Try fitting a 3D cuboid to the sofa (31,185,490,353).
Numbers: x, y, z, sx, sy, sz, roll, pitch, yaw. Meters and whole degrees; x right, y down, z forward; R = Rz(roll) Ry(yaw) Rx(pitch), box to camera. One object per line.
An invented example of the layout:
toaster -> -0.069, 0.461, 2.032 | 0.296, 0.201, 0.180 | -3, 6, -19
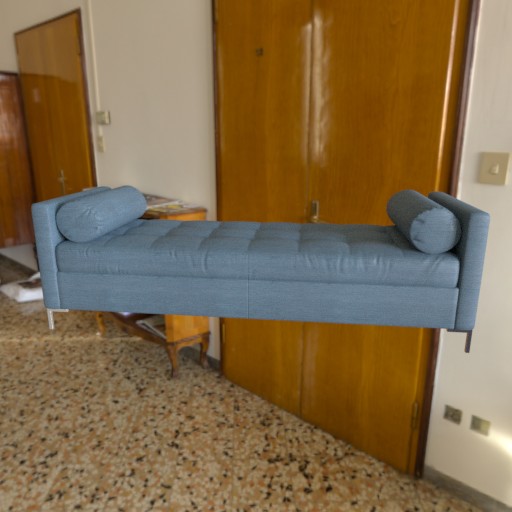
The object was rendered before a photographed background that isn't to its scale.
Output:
sofa -> 0.000, 0.000, 2.289 | 1.981, 0.635, 0.686 | 2, 16, 7
